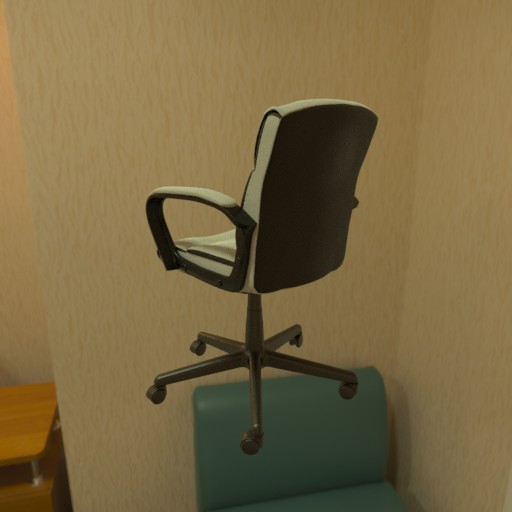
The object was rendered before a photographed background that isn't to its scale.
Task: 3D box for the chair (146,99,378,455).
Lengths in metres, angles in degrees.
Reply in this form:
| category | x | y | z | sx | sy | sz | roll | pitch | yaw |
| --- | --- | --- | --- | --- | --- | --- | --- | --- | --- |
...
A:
| category | x | y | z | sx | sy | sz | roll | pitch | yaw |
| --- | --- | --- | --- | --- | --- | --- | --- | --- | --- |
| chair | 0.000 | 0.000 | 1.549 | 0.739 | 1.004 | 0.717 | -15 | 21 | -41 |
